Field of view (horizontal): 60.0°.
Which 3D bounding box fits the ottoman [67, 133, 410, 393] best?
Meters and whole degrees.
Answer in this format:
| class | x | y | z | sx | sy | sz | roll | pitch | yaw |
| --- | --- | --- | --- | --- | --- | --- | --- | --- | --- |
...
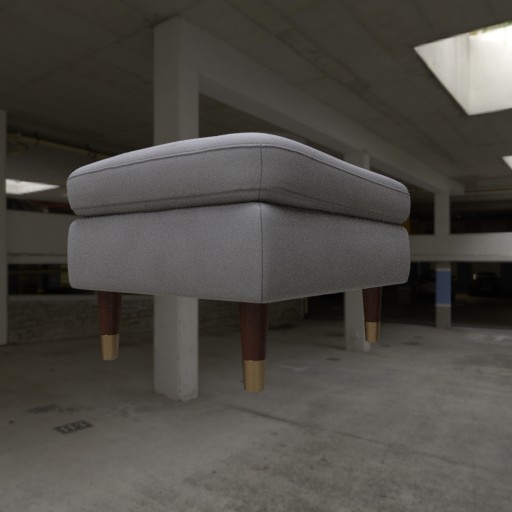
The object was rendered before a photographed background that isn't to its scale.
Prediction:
| class | x | y | z | sx | sy | sz | roll | pitch | yaw |
| --- | --- | --- | --- | --- | --- | --- | --- | --- | --- |
| ottoman | 0.000 | 0.000 | 1.129 | 0.593 | 0.478 | 0.747 | 0 | 0 | 36 |
